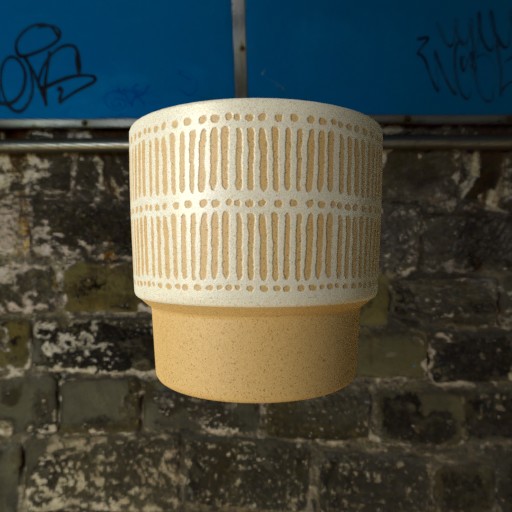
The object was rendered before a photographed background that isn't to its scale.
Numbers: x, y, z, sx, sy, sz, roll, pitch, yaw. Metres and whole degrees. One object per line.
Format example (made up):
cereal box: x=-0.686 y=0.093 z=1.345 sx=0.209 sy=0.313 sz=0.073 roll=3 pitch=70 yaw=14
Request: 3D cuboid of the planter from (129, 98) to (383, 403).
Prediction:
planter: x=0.000 y=0.000 z=0.576 sx=0.317 sy=0.303 sz=0.317 roll=0 pitch=0 yaw=0
